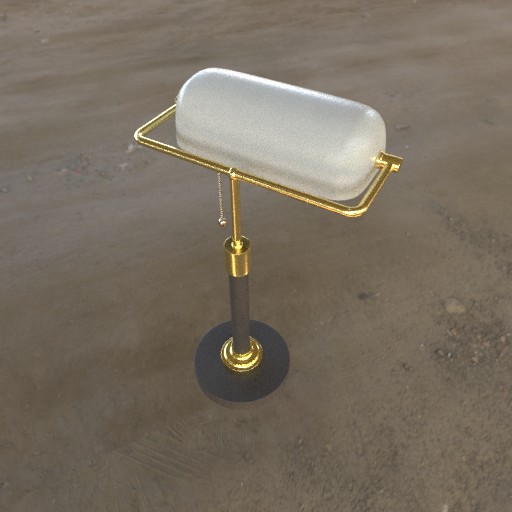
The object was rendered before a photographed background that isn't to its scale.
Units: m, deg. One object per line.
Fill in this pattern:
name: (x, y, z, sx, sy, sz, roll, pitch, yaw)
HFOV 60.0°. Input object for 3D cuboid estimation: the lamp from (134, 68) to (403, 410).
lamp: (0.000, 0.000, 0.558, 0.269, 0.404, 0.227, 23, 50, 21)
